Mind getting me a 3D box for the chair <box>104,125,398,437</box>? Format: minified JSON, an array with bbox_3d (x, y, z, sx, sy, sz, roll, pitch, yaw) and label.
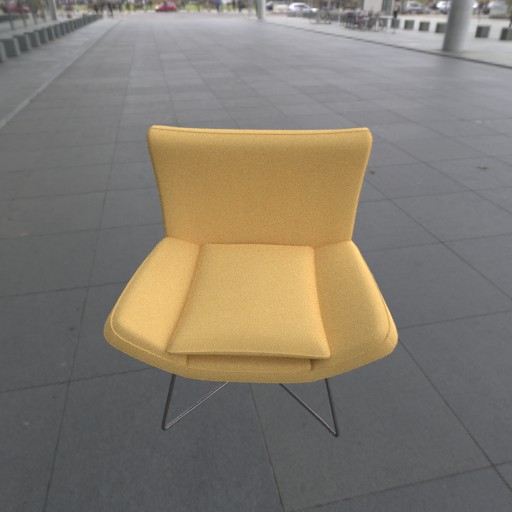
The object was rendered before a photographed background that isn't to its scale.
[{"bbox_3d":[0.000,0.000,1.678,0.859,0.855,1.008,1,30,2],"label":"chair"}]
